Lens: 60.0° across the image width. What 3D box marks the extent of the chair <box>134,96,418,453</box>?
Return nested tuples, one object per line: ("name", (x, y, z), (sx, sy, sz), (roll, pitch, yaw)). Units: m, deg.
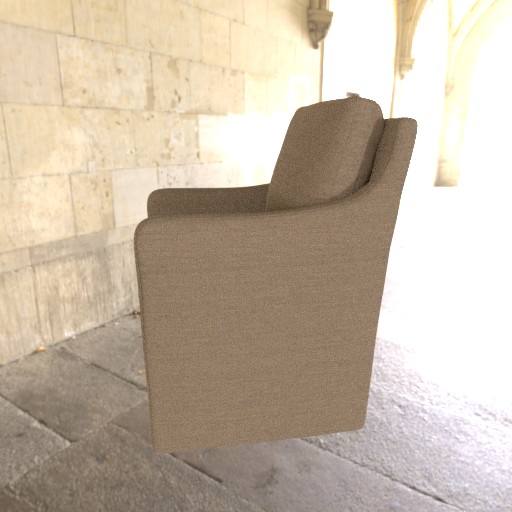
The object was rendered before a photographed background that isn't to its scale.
("chair", (0.000, 0.000, 1.375), (0.694, 0.914, 0.626), (-3, 16, -10))
